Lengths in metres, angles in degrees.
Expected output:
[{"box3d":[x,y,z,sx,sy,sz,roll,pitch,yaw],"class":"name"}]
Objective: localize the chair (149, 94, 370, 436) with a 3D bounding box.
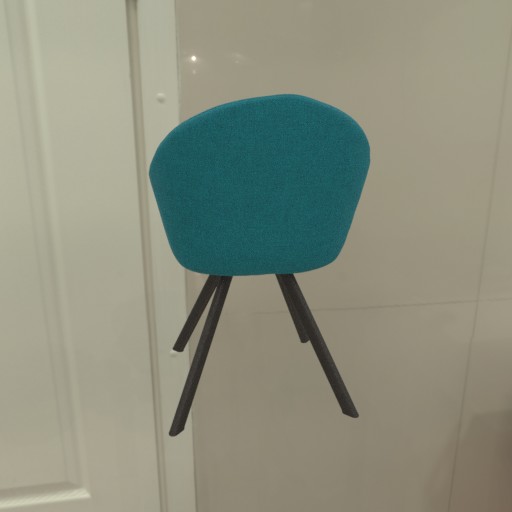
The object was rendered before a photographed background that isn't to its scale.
[{"box3d":[0.000,0.000,1.196,0.545,0.775,0.565,-2,15,-9],"class":"chair"}]
